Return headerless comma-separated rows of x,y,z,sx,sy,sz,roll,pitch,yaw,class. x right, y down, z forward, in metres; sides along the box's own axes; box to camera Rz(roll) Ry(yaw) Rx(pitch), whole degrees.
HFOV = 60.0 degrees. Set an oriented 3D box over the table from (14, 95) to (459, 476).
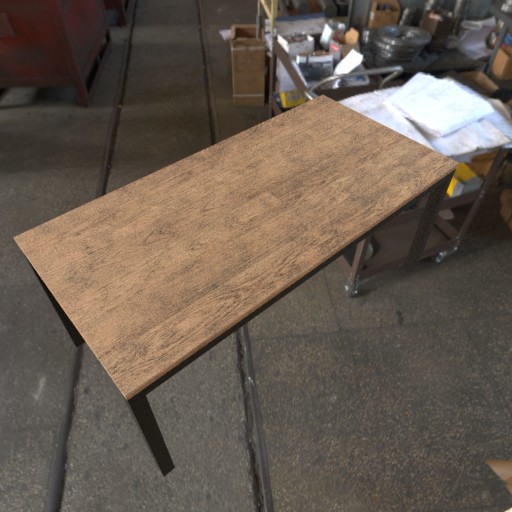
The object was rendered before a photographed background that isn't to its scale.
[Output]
0.000,0.000,2.234,1.805,0.767,0.893,-32,55,-26,table
